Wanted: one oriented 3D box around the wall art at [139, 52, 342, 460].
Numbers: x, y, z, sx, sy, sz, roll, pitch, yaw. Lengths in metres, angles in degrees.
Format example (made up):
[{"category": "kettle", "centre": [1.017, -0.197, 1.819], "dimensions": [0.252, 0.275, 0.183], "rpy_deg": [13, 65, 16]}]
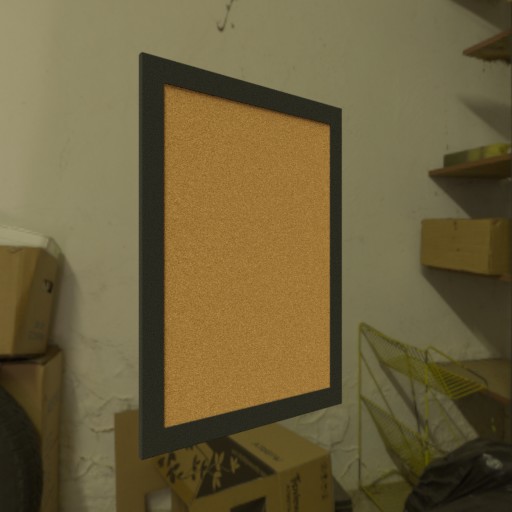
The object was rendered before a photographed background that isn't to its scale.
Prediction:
[{"category": "wall art", "centre": [0.000, 0.000, 0.688], "dimensions": [0.374, 0.529, 0.012], "rpy_deg": [0, 0, -36]}]
